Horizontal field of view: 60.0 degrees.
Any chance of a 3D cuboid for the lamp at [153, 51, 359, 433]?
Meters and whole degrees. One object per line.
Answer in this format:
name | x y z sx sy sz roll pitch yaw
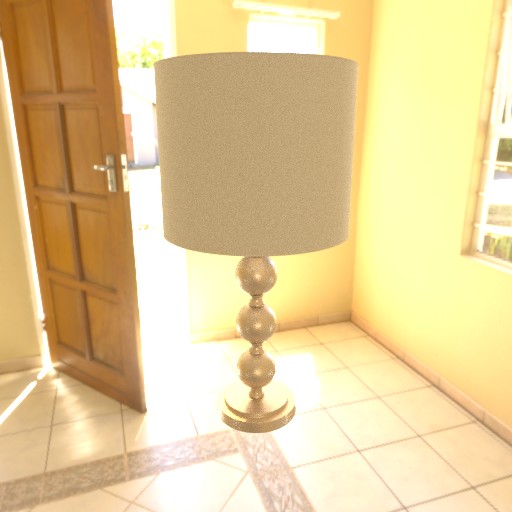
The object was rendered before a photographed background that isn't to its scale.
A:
lamp | 0.000 0.000 0.682 0.277 0.538 0.277 -9 19 -27
